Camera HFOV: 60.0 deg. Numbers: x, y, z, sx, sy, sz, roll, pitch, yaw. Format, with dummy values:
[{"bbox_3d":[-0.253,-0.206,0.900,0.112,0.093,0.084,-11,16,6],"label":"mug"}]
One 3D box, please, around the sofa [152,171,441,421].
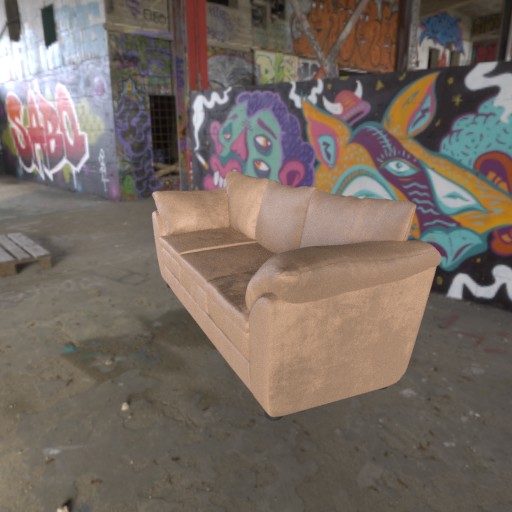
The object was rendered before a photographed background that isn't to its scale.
[{"bbox_3d":[0.000,0.000,2.878,0.893,0.981,2.377,-7,17,-23],"label":"sofa"}]
